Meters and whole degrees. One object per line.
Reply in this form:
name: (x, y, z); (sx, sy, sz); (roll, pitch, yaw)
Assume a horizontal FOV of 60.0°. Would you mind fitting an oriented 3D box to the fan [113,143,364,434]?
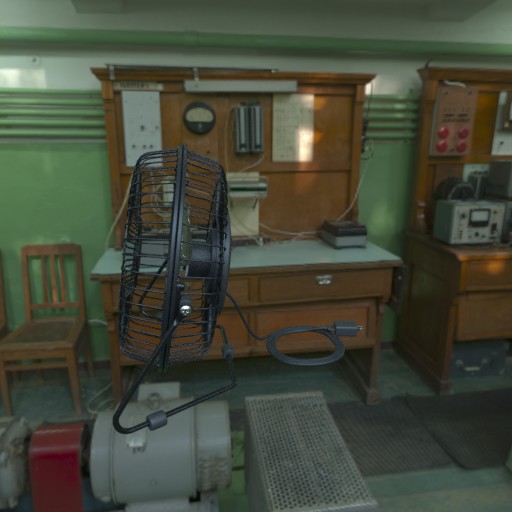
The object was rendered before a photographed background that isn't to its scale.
fan: (0.000, 0.000, 0.379); (0.227, 0.188, 0.209); (-3, 16, -9)
